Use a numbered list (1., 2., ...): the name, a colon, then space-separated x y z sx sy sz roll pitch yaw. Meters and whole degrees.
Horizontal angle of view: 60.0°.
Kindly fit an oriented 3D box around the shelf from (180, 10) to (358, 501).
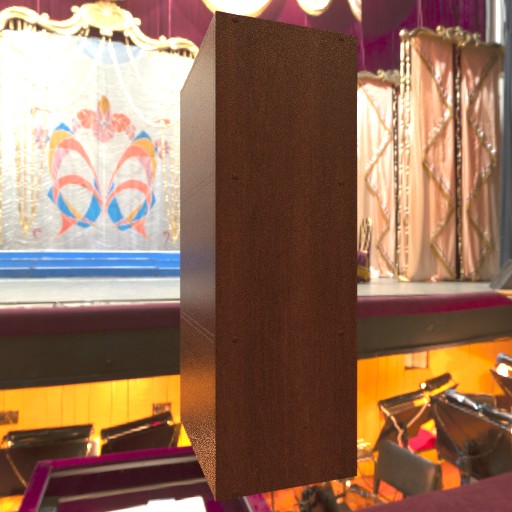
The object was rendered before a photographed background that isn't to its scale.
1. shelf: 0.000 0.000 1.033 0.290 0.879 0.414 0 0 -18
